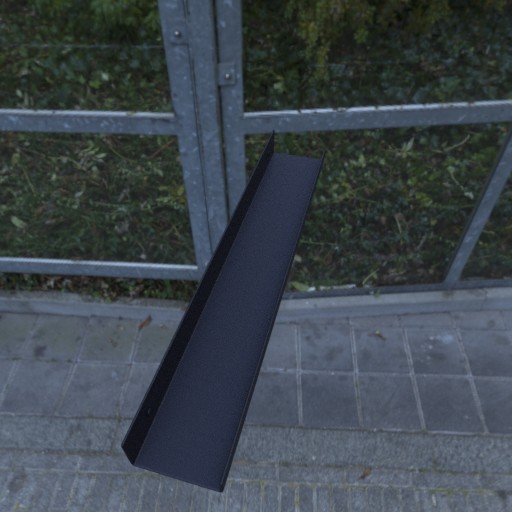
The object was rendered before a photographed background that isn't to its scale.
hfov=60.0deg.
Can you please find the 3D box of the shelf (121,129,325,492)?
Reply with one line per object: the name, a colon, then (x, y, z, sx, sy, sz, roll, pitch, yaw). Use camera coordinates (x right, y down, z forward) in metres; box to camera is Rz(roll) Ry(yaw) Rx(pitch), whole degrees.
shelf: (0.000, 0.000, 0.636, 0.102, 0.053, 0.605, 11, 47, 11)
